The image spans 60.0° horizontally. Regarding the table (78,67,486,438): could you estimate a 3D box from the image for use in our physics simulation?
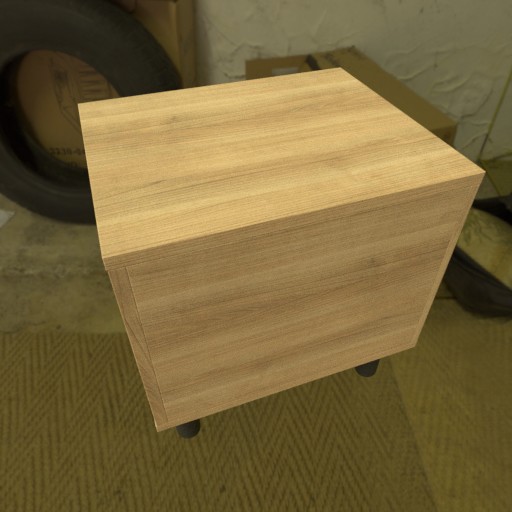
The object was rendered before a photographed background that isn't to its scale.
[{"bbox_3d":[0.000,0.000,0.758,0.445,0.460,0.380,-14,44,-15],"label":"table"}]
